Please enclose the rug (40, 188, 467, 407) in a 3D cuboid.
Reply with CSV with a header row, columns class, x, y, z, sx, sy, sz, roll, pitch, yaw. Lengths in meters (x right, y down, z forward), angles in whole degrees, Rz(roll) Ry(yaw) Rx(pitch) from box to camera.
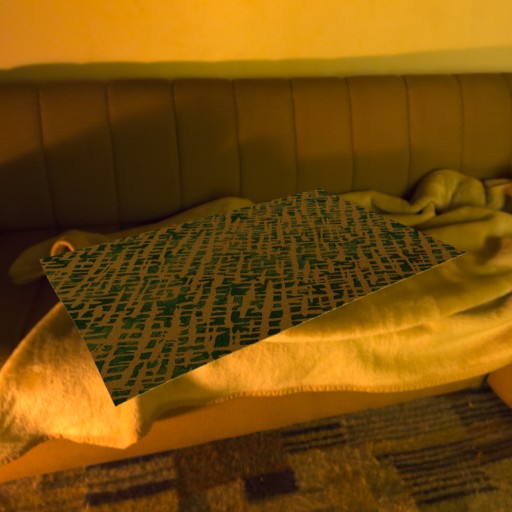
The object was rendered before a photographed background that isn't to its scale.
class,x,y,z,sx,sy,sz,roll,pitch,yaw
rug,0.000,0.000,2.982,2.447,0.011,1.520,-18,33,-29
